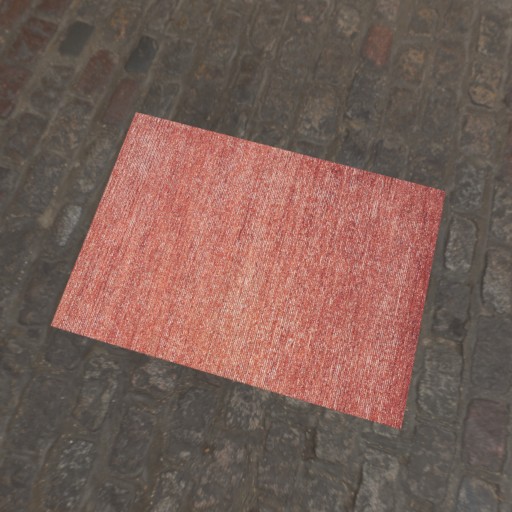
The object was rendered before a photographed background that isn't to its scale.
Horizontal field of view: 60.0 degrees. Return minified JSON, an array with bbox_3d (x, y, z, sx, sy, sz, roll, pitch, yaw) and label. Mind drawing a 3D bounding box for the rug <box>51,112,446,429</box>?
[{"bbox_3d":[0.000,0.000,5.142,3.965,0.025,2.803,15,76,4],"label":"rug"}]
